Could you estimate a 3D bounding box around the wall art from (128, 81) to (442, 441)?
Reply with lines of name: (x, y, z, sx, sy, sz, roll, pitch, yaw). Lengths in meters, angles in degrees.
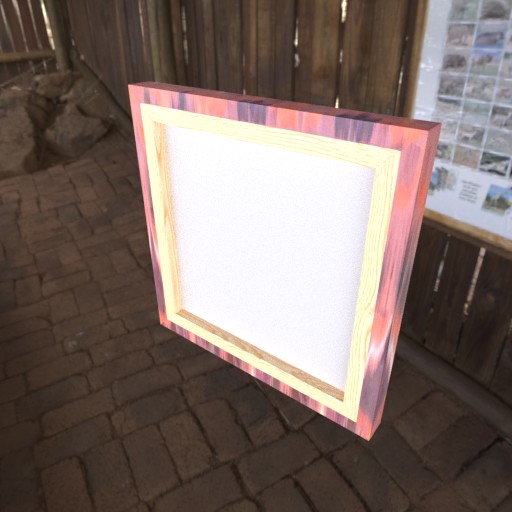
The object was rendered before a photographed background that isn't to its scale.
wall art: (0.000, 0.000, 0.602, 0.403, 0.406, 0.038, 21, 36, 32)
